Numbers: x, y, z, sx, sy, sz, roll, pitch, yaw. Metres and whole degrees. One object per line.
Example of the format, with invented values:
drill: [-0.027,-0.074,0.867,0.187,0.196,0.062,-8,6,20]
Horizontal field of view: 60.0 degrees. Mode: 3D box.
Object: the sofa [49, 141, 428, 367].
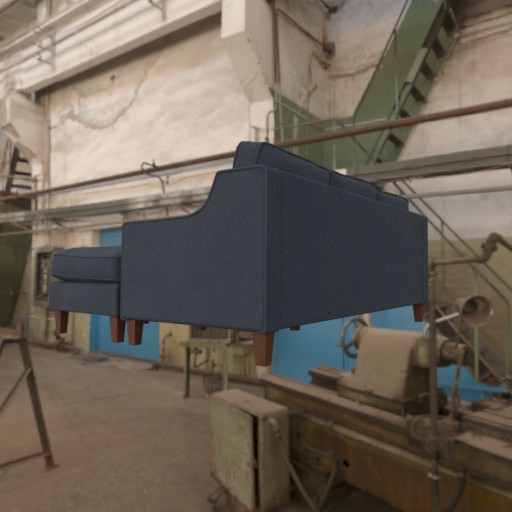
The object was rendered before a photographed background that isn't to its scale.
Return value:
sofa: [0.000,0.000,3.360,1.858,1.066,2.317,-2,-2,38]
